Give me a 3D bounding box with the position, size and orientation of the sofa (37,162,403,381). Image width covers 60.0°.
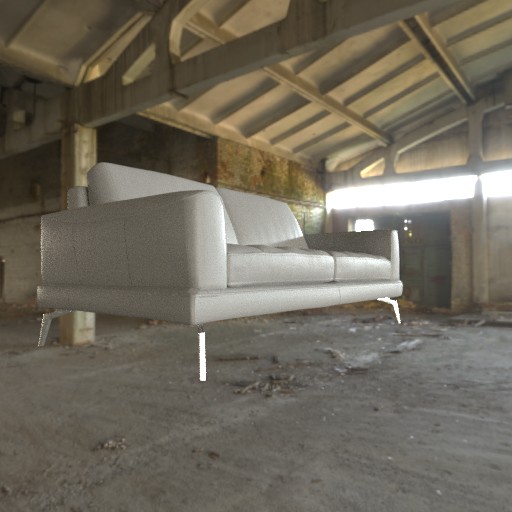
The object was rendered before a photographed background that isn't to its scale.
[{"bbox_3d":[0.000,0.000,2.687,1.121,0.930,2.177,-1,-2,37],"label":"sofa"}]
